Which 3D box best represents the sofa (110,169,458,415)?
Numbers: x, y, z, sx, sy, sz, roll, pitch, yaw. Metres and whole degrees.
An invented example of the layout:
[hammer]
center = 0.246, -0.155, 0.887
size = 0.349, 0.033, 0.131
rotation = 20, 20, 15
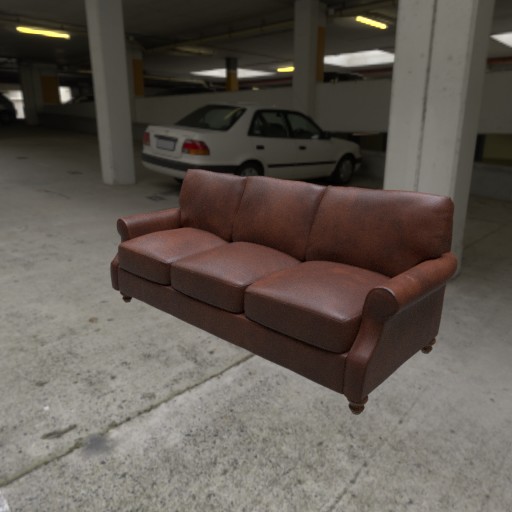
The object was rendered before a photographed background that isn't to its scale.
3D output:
[sofa]
center = 0.000, 0.000, 2.944
size = 2.351, 0.977, 0.973
rotation = 15, 22, 41
